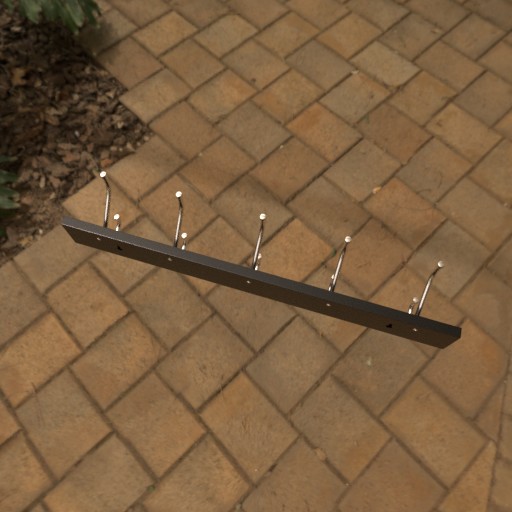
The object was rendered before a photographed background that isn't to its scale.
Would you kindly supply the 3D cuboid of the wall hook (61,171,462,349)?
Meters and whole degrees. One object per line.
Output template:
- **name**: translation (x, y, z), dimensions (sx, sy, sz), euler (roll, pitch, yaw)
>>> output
- **wall hook**: translation (0.000, 0.000, 0.622), dimensions (0.571, 0.117, 0.071), euler (16, 65, 7)
